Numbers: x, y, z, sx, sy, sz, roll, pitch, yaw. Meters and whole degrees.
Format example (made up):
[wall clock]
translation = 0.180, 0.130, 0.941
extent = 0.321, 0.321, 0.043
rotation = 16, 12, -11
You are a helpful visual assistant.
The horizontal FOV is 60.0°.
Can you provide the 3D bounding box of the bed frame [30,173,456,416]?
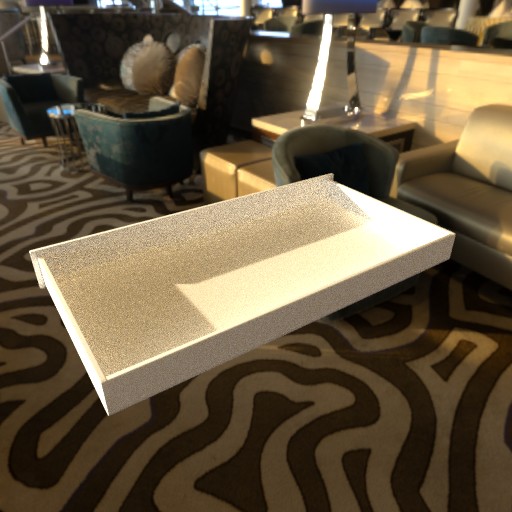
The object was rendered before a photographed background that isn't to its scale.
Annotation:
[bed frame]
translation = 0.000, 0.000, 1.529
extent = 1.300, 0.141, 0.670
rotation = -19, 35, -29
